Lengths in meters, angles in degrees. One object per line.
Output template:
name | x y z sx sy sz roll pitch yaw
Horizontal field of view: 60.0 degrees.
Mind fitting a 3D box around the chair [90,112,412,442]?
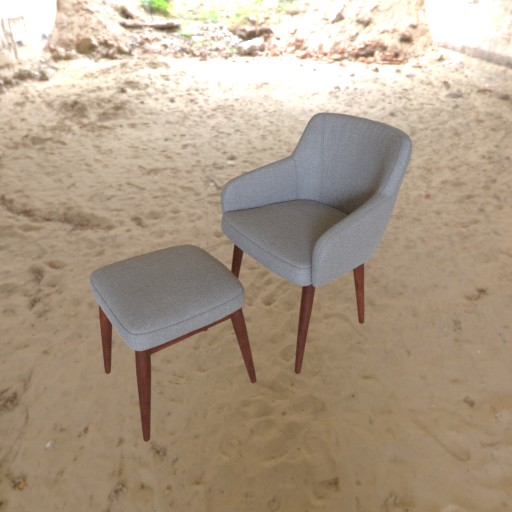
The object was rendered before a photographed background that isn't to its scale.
chair | 0.000 0.000 1.575 1.107 0.799 0.584 -20 36 -30
